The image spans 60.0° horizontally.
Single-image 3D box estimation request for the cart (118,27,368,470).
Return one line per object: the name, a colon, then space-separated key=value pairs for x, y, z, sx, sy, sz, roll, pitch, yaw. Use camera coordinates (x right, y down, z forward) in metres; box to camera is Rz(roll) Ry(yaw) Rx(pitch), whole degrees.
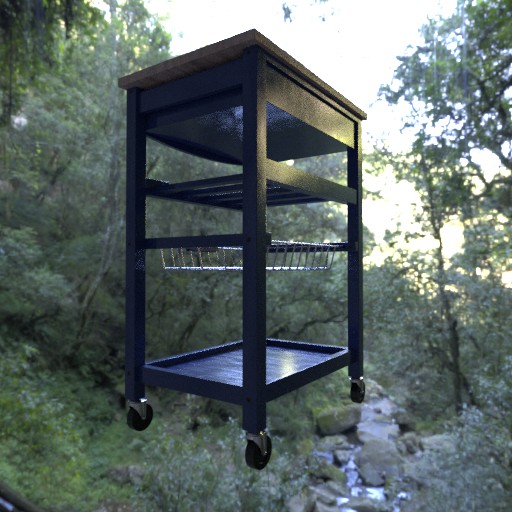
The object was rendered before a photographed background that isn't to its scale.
cart: x=0.000 y=0.000 z=1.172 sx=0.403 sy=0.839 sz=0.584 roll=-1 pitch=-1 yaw=35
